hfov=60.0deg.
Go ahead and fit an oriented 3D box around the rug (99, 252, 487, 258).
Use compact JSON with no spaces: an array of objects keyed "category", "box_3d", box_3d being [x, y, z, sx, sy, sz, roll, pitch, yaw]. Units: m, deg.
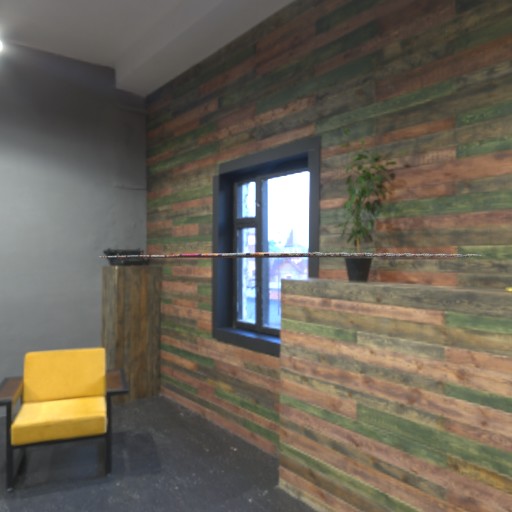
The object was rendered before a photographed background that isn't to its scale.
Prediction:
[{"category":"rug","box_3d":[0.000,0.000,2.295,1.084,0.013,1.849,0,-1,-37]}]
